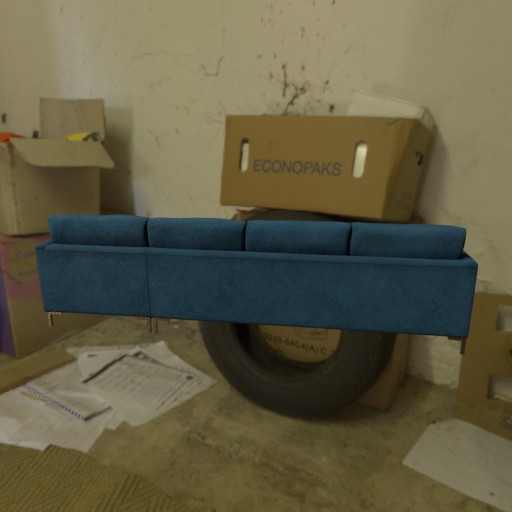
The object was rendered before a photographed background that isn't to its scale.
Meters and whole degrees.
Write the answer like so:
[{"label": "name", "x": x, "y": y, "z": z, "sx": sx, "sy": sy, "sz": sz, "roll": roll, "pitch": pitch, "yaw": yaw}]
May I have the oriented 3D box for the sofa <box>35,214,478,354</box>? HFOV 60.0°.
[{"label": "sofa", "x": 0.000, "y": 0.000, "z": 3.515, "sx": 2.932, "sy": 0.810, "sz": 1.350, "roll": 2, "pitch": 16, "yaw": 8}]
